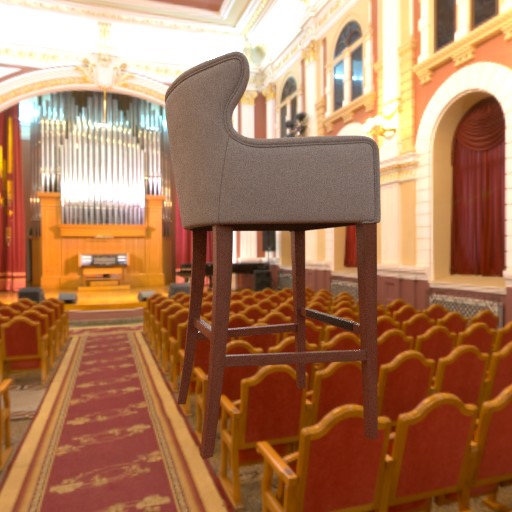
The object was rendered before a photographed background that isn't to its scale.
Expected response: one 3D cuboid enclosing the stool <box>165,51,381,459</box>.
[{"bbox_3d":[0.000,0.000,1.429,0.575,1.047,0.575,0,1,-18],"label":"stool"}]
